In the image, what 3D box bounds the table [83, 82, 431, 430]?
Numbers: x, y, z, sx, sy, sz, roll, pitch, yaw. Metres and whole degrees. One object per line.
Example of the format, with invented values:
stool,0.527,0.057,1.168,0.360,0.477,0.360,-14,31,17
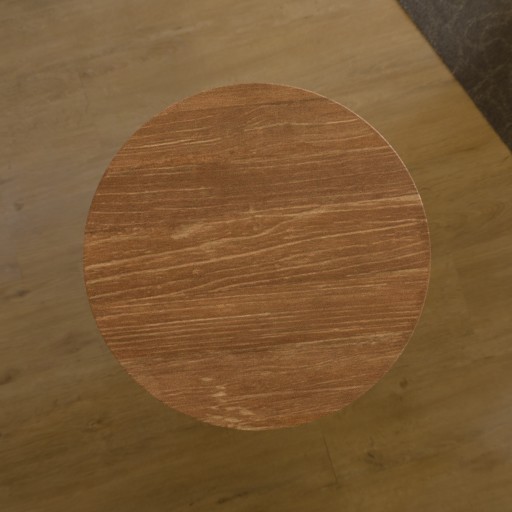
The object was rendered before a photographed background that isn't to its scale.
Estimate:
table,0.000,0.000,0.945,0.527,0.551,0.527,0,90,0
